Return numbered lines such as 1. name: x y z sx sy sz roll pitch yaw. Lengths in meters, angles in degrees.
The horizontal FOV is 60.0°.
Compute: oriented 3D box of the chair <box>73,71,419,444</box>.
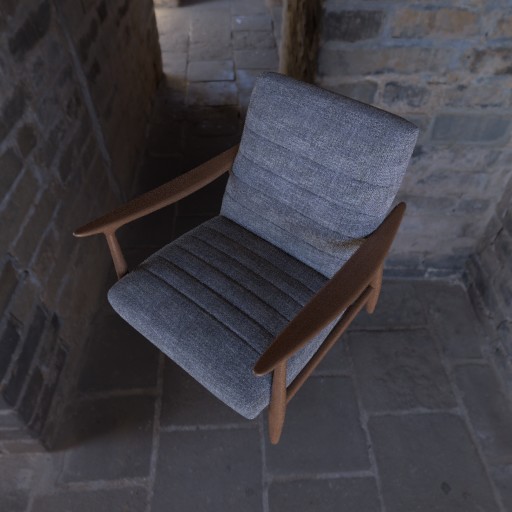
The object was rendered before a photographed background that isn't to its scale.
1. chair: 0.000 0.000 1.439 0.741 0.832 0.798 32 55 26
